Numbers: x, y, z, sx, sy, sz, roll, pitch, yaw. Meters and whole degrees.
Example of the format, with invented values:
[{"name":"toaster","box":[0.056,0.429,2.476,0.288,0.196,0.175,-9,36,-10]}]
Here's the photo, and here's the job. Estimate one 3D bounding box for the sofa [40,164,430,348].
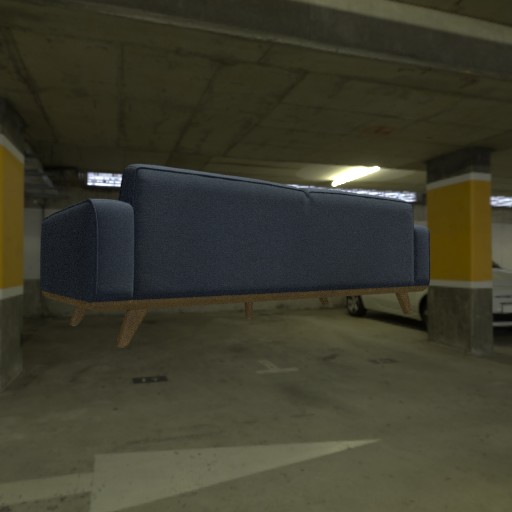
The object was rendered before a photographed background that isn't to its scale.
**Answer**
[{"name":"sofa","box":[0.000,0.000,2.711,2.270,0.782,0.953,1,-1,-36]}]
